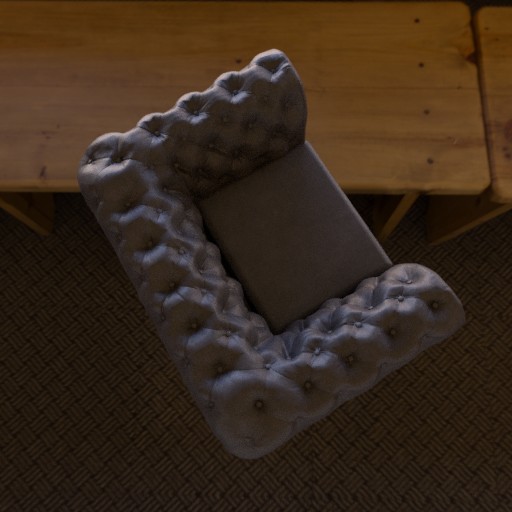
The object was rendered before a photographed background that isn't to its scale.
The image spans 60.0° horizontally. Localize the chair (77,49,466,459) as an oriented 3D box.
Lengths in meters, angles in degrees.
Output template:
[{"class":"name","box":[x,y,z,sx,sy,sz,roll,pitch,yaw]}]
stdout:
[{"class":"chair","box":[0.000,0.000,1.873,0.943,0.780,1.298,-30,79,-7]}]
